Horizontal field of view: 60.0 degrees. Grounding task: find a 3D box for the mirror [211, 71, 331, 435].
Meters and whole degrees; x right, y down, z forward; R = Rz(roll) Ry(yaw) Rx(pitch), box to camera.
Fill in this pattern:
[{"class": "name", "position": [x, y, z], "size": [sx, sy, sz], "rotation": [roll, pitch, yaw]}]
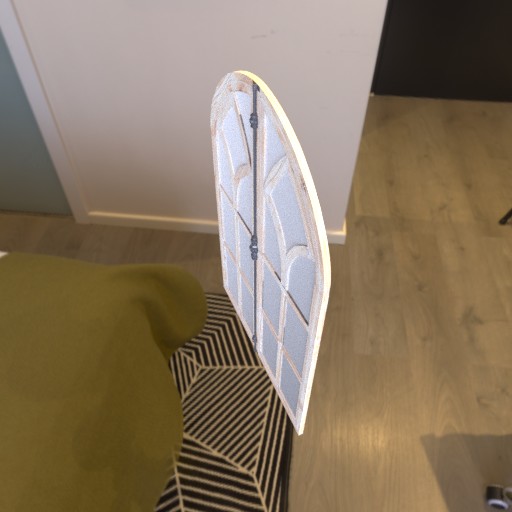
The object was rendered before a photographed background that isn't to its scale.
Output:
[{"class": "mirror", "position": [0.000, 0.000, 1.140], "size": [0.032, 0.915, 0.609], "rotation": [-18, 49, -16]}]
